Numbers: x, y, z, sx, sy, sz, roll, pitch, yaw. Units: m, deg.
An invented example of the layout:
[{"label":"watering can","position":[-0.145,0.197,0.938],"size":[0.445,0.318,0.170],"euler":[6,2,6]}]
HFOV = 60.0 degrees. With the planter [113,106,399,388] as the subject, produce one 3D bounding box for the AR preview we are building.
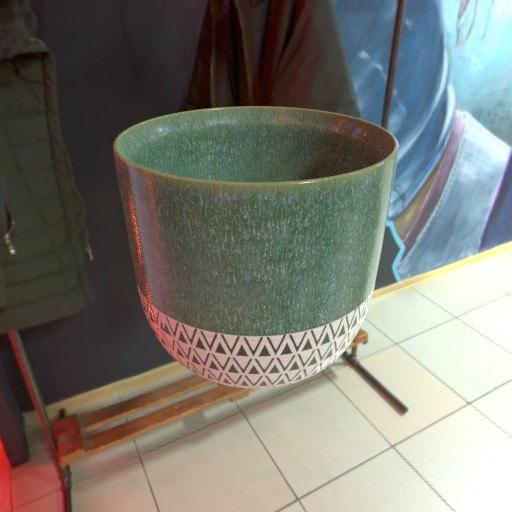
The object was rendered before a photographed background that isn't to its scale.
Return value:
[{"label":"planter","position":[0.000,0.000,0.494],"size":[0.266,0.270,0.266],"euler":[0,30,0]}]
